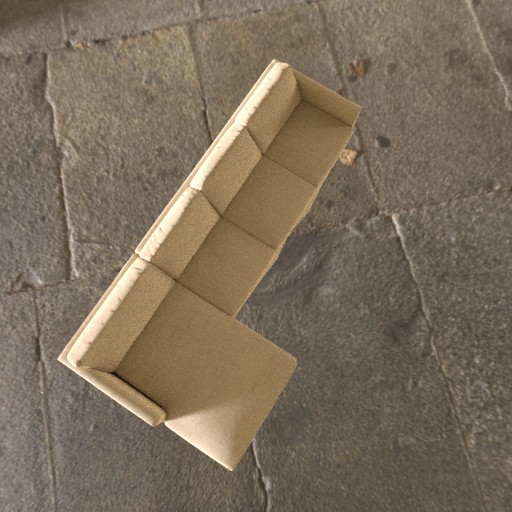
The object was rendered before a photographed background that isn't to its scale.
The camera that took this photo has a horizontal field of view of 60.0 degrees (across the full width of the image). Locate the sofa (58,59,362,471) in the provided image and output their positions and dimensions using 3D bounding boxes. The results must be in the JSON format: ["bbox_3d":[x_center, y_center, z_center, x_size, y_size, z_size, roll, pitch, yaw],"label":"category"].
[{"bbox_3d":[0.000,0.000,3.884,1.650,0.922,3.205,32,79,7],"label":"sofa"}]
